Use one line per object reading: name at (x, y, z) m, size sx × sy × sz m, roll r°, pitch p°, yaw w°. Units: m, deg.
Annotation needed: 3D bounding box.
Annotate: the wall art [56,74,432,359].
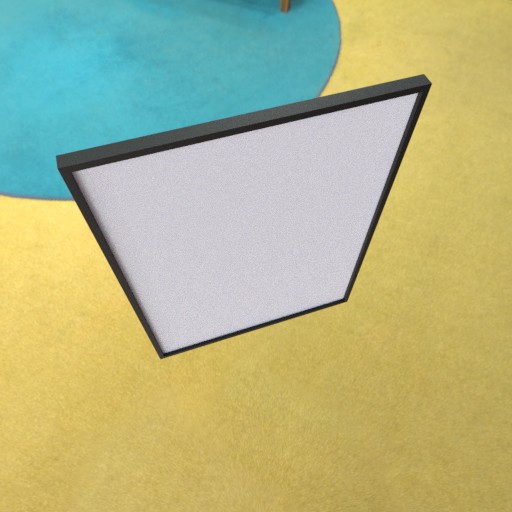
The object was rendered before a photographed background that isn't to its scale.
wall art at (0.000, 0.000, 1.365) m, size 0.802 × 1.070 × 0.036 m, roll -16°, pitch 59°, yaw -10°
